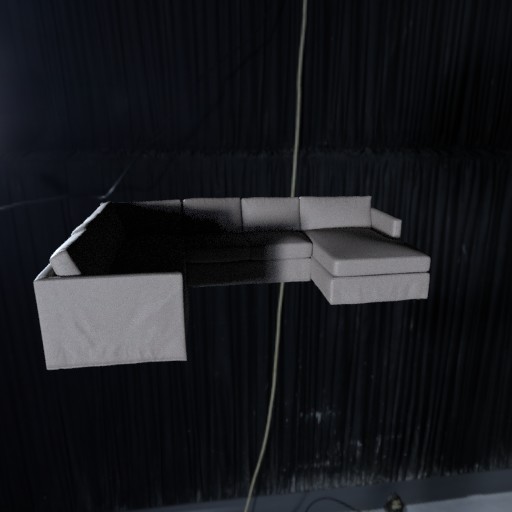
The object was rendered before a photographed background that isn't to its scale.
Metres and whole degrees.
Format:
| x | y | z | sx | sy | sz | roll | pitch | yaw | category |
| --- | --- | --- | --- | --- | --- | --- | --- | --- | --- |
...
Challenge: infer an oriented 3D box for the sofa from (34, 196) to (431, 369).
| x | y | z | sx | sy | sz | roll | pitch | yaw | category |
| --- | --- | --- | --- | --- | --- | --- | --- | --- | --- |
| 0.000 | 0.000 | 4.476 | 3.460 | 0.882 | 2.427 | -3 | 17 | -9 | sofa |
